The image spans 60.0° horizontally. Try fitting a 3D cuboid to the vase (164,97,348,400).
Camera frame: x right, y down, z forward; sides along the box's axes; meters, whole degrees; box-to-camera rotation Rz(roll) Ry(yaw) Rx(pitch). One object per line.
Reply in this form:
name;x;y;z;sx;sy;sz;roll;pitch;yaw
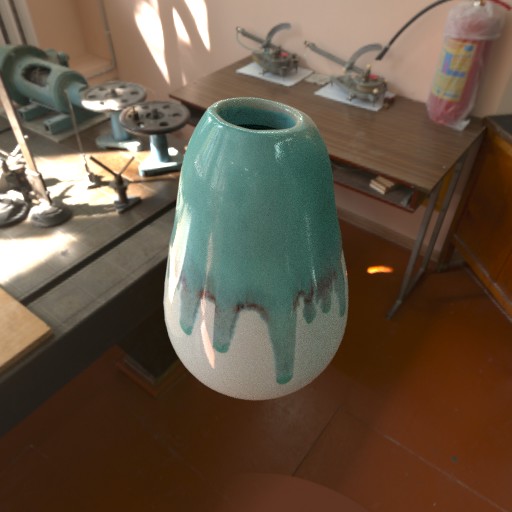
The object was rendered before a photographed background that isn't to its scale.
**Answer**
vase;0.000;0.000;0.258;0.116;0.179;0.116;0;42;0
